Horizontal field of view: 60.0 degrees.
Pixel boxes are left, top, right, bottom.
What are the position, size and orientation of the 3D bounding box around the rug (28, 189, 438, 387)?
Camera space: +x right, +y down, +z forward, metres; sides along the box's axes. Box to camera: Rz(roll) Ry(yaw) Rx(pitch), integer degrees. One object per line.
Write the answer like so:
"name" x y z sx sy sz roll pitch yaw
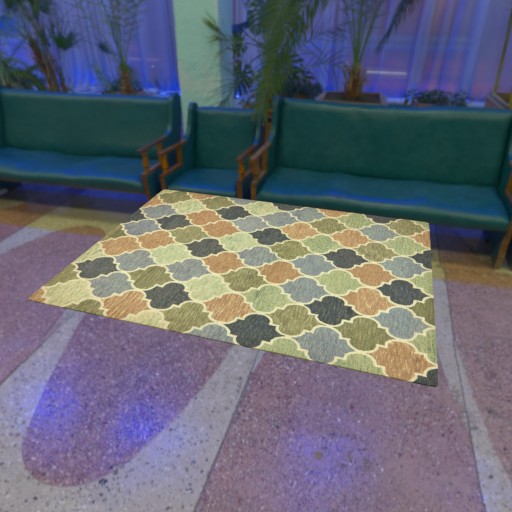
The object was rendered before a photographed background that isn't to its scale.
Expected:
"rug" 0.000 0.000 4.243 3.200 0.013 2.439 9 32 15
